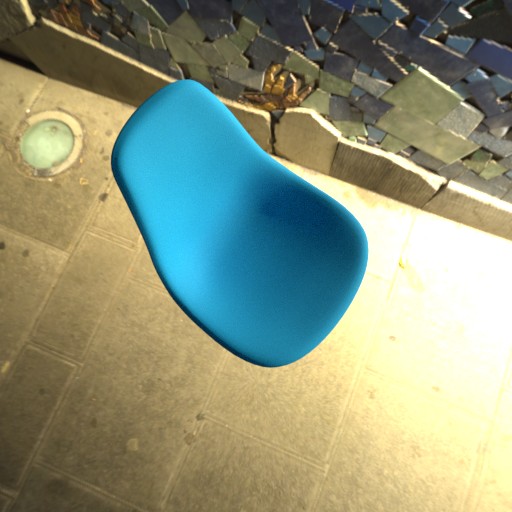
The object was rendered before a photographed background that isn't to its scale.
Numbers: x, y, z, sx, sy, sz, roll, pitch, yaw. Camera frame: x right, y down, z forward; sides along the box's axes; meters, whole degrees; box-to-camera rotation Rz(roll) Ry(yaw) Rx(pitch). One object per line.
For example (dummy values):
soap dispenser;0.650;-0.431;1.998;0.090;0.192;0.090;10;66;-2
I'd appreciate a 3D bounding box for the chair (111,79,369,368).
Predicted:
chair;0.000;0.000;1.150;0.533;0.826;0.470;36;77;9
